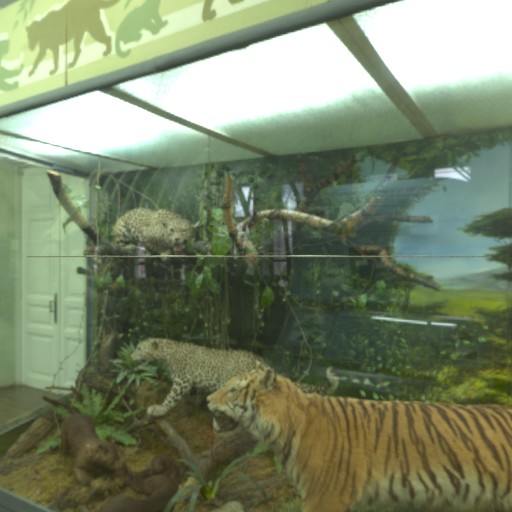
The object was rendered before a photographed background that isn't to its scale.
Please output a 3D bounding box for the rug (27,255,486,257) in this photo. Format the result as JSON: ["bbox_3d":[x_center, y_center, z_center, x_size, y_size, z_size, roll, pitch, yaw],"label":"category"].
[{"bbox_3d":[0.000,0.000,4.156,3.051,0.021,2.448,0,0,0],"label":"rug"}]
